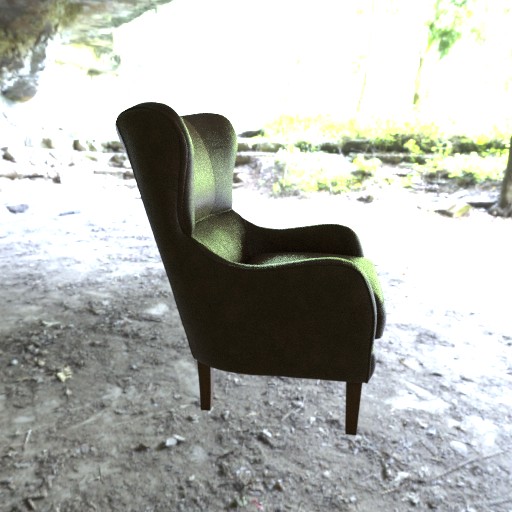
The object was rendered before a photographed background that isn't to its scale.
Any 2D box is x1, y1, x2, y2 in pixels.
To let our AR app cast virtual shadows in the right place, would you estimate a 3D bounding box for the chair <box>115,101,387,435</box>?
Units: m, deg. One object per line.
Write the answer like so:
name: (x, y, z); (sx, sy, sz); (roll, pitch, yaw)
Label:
chair: (0.000, 0.000, 1.644); (0.914, 1.048, 0.692); (3, 15, 10)
